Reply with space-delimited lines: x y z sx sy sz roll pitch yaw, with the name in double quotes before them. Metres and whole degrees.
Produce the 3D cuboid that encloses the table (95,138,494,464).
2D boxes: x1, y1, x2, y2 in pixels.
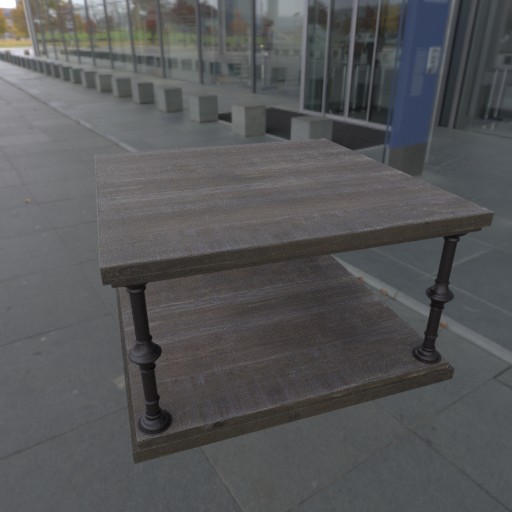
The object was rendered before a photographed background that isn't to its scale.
"table" 0.000 0.000 1.104 0.696 0.400 0.696 -8 28 -17
